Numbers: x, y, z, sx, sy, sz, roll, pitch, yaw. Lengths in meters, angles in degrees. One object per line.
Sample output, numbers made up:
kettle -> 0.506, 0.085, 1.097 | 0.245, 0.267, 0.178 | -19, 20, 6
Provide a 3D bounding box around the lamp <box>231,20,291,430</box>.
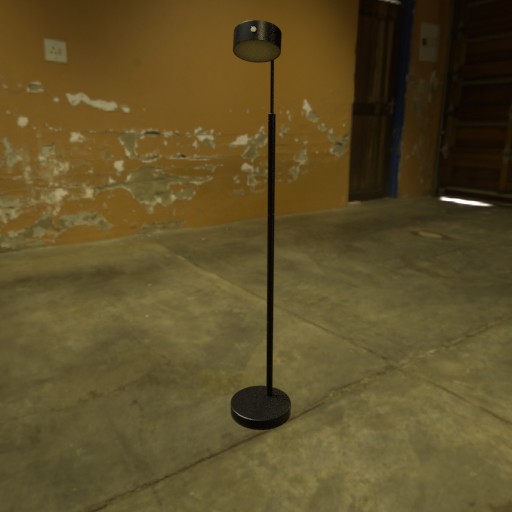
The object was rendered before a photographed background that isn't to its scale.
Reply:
lamp -> 0.000, 0.000, 1.366 | 0.219, 1.230, 0.418 | 3, 15, 10
